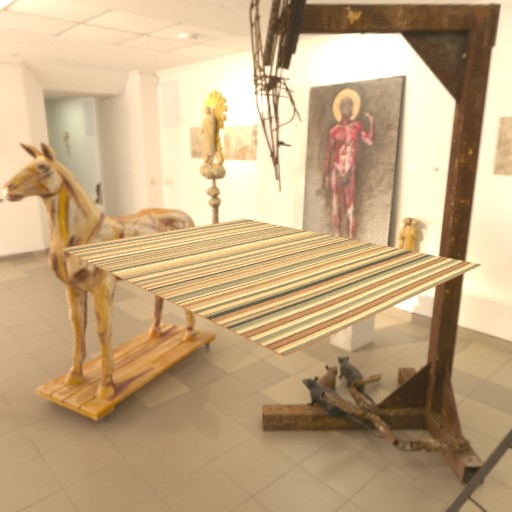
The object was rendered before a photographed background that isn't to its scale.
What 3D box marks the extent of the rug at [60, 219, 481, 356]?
[{"bbox_3d":[0.000,0.000,4.063,2.436,0.011,3.045,-13,20,-41],"label":"rug"}]
